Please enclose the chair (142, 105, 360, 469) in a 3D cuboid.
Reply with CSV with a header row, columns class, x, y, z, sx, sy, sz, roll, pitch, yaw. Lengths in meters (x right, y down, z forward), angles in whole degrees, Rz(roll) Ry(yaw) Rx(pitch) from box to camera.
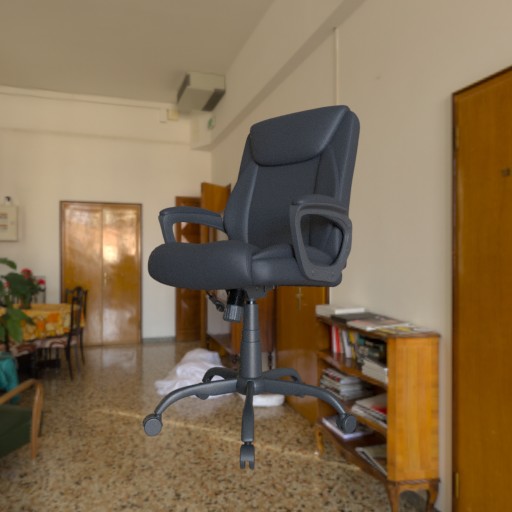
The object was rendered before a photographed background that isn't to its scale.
class,x,y,z,sx,sy,sz,roll,pitch,yaw
chair,0.000,0.000,1.455,0.615,1.072,0.655,0,0,36
